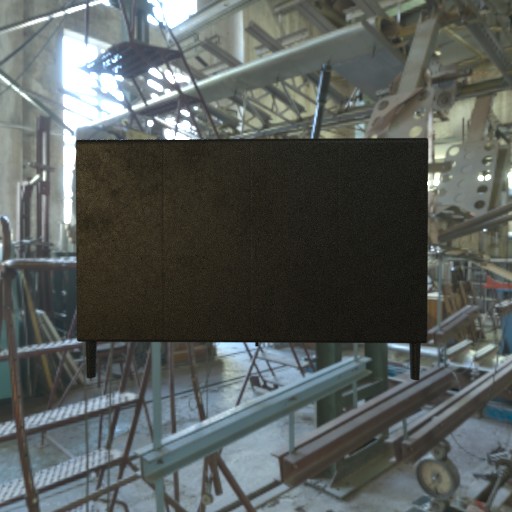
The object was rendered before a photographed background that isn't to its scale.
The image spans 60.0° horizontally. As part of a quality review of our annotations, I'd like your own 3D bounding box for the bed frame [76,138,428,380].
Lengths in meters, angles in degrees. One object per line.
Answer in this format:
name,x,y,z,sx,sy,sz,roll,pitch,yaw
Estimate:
bed frame,0.000,0.000,3.207,1.634,1.127,2.318,0,1,1
